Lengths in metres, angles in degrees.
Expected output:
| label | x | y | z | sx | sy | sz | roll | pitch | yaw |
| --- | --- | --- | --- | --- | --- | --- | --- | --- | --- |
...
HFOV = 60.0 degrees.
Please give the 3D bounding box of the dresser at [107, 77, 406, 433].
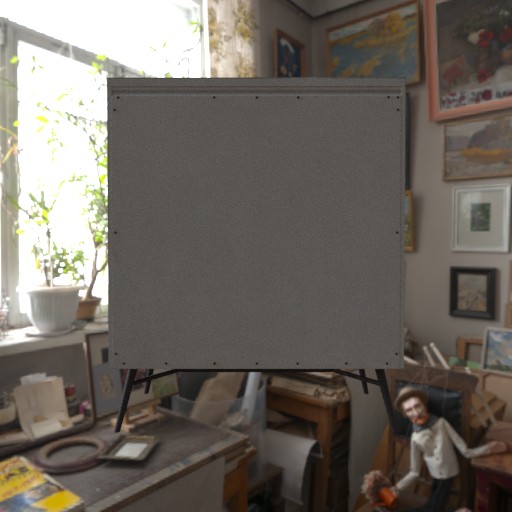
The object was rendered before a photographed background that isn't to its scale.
| label | x | y | z | sx | sy | sz | roll | pitch | yaw |
| --- | --- | --- | --- | --- | --- | --- | --- | --- | --- |
| dresser | 0.000 | 0.000 | 1.739 | 1.016 | 1.219 | 0.457 | 0 | 1 | 0 |
